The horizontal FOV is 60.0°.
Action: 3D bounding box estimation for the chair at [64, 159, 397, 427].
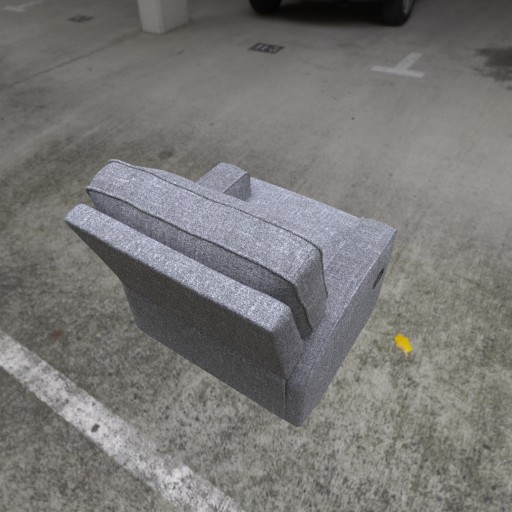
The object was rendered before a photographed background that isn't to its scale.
[{"bbox_3d":[0.000,0.000,1.700,0.861,0.962,0.964,25,50,23],"label":"chair"}]
